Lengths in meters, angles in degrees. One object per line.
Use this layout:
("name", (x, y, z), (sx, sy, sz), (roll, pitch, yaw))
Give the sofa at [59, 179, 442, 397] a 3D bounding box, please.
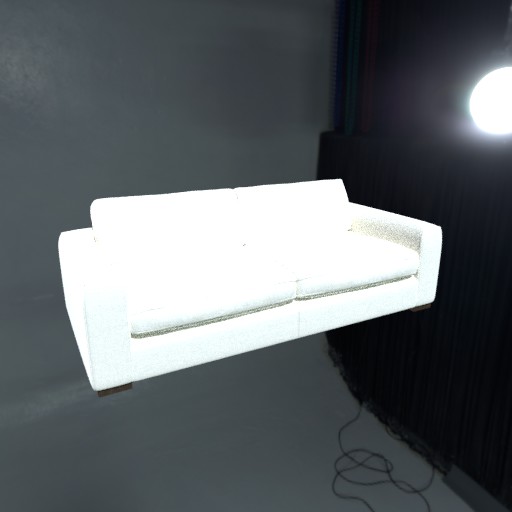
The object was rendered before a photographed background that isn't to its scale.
("sofa", (0.000, 0.000, 2.864), (2.262, 0.801, 1.070), (-9, 20, -27))
